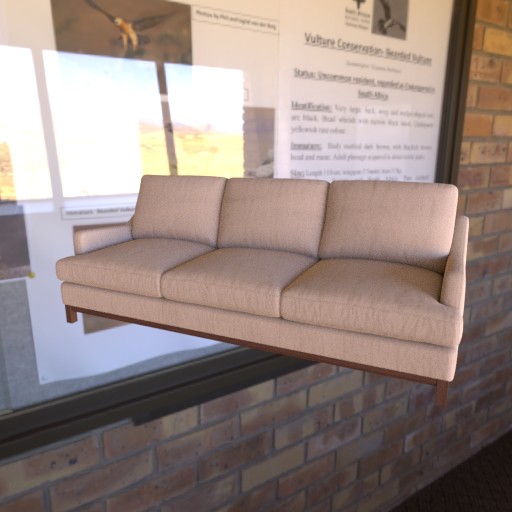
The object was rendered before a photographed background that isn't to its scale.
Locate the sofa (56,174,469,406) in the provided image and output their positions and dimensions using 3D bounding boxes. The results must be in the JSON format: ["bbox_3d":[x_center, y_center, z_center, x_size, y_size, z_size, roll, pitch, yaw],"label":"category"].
[{"bbox_3d":[0.000,0.000,2.698,2.321,0.913,1.000,6,16,24],"label":"sofa"}]
